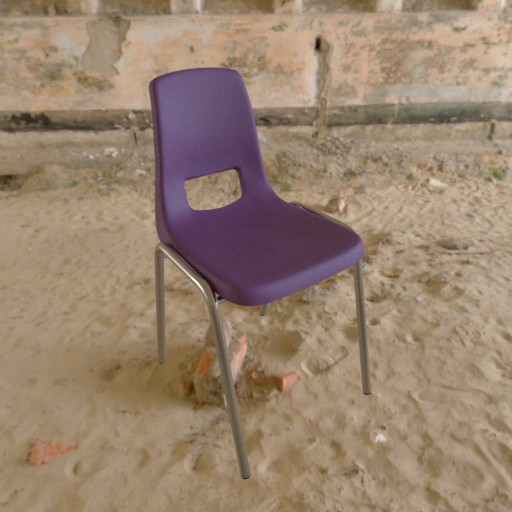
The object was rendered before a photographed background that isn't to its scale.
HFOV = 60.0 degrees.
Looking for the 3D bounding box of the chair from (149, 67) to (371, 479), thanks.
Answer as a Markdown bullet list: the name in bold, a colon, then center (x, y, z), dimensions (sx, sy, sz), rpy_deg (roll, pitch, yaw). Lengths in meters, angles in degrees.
- **chair**: center (0.000, 0.000, 0.947), dimensions (0.381, 0.704, 0.432), rpy_deg (-21, 36, -31)
